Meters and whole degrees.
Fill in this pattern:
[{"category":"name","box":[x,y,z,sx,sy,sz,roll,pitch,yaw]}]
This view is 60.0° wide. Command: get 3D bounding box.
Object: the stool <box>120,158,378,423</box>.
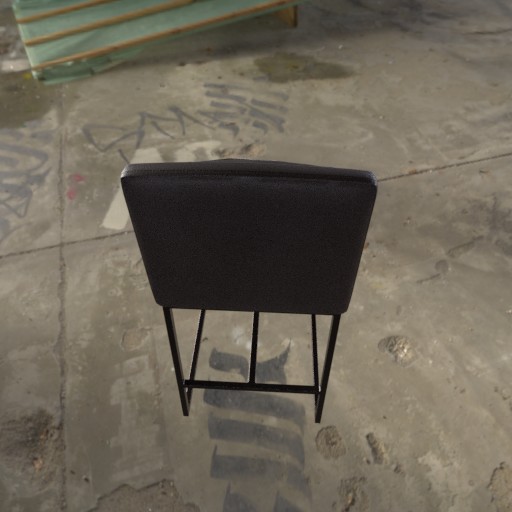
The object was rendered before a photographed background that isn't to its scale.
[{"category":"stool","box":[0.000,0.000,1.258,0.463,0.946,0.562,2,46,2]}]
